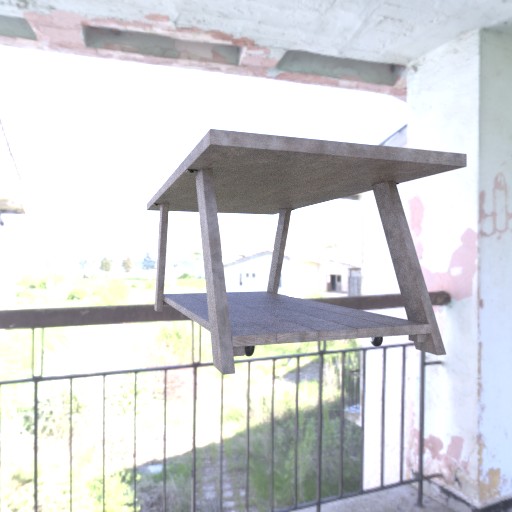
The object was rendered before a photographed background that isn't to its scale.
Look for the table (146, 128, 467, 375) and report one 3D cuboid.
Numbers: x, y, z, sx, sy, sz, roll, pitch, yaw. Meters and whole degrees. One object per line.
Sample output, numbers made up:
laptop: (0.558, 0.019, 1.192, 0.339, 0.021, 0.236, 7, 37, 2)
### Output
table: (0.000, 0.000, 1.502, 0.610, 0.470, 1.219, 0, 0, -19)
